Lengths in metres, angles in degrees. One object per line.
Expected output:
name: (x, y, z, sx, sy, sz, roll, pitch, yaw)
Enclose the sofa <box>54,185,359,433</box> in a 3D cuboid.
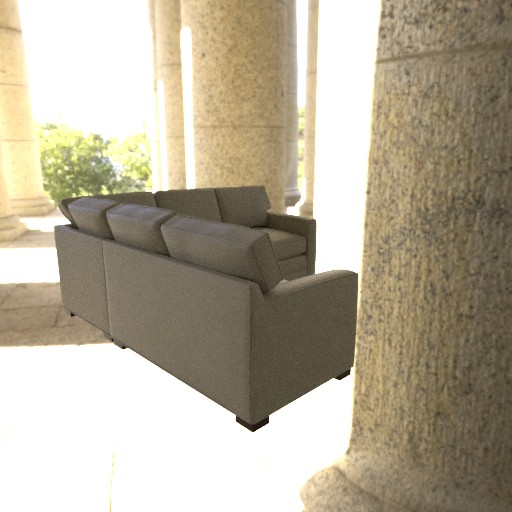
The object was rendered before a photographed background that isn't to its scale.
sofa: (0.000, 0.000, 3.397, 2.211, 0.936, 2.188, -13, 18, -43)
